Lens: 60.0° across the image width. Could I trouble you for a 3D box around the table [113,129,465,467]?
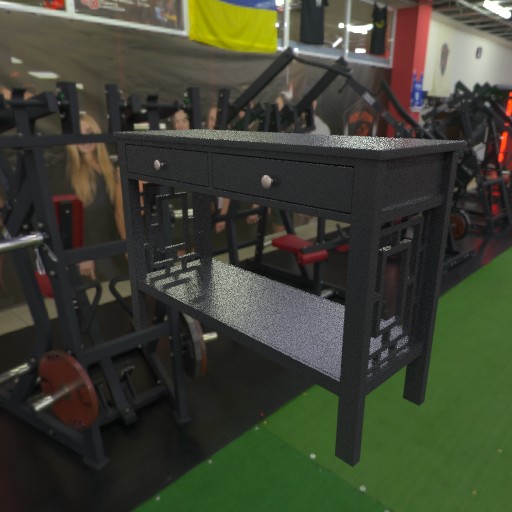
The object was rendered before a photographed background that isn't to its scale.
[{"bbox_3d":[0.000,0.000,1.437,0.397,0.753,1.068,-17,24,-41],"label":"table"}]
